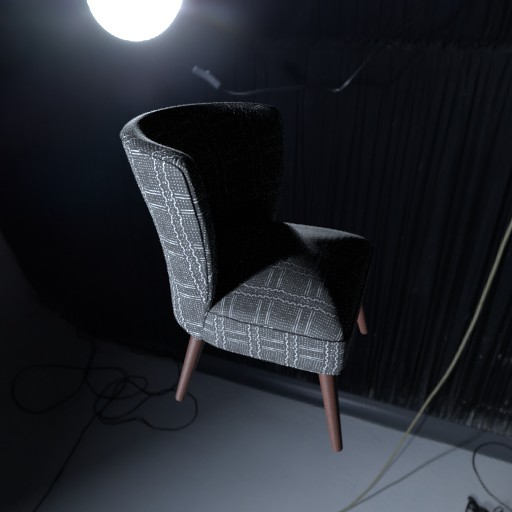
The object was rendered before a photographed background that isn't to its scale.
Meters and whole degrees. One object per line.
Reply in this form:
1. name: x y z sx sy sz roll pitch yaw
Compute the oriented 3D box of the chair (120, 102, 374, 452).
1. chair: 0.000 0.000 1.454 0.758 0.866 0.710 10 31 17
